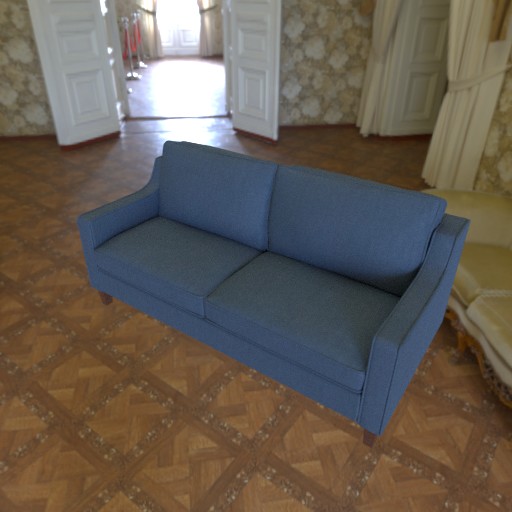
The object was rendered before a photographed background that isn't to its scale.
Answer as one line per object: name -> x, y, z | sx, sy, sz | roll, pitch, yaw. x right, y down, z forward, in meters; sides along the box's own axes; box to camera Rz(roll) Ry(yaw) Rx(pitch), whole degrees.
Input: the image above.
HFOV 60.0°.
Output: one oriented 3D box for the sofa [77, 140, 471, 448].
sofa -> 0.000, 0.000, 2.802 | 2.178, 1.071, 1.066 | 20, 36, 30
